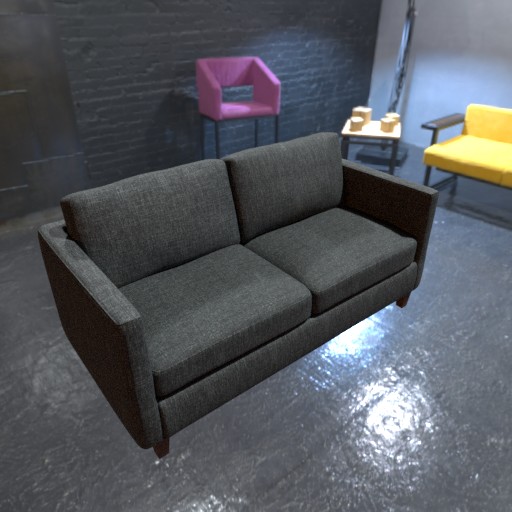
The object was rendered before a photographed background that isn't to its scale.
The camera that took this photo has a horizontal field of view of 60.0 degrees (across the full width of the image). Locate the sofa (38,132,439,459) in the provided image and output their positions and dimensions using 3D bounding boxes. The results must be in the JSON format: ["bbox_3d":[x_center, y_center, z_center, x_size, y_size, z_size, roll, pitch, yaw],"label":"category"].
[{"bbox_3d":[0.000,0.000,2.359,1.884,0.963,0.950,-22,37,-32],"label":"sofa"}]
